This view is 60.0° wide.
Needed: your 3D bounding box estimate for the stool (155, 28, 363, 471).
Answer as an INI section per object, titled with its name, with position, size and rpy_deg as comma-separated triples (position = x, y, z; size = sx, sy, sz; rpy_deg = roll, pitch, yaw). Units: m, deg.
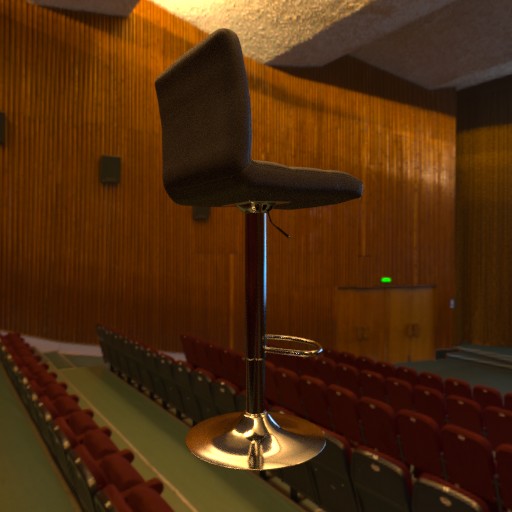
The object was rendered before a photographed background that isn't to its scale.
[stool]
position = 0.000, 0.000, 1.353
size = 0.505, 1.115, 0.430
rpy_deg = 0, 0, -36
